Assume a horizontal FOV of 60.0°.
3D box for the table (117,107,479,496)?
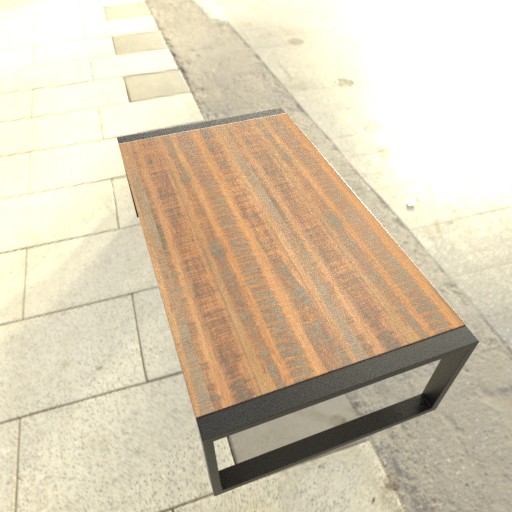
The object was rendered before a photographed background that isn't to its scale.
[{"bbox_3d":[0.000,0.000,1.653,0.750,0.400,1.350,-15,48,-14],"label":"table"}]
